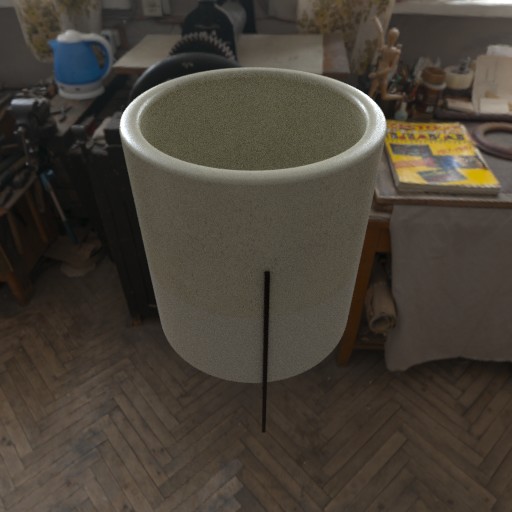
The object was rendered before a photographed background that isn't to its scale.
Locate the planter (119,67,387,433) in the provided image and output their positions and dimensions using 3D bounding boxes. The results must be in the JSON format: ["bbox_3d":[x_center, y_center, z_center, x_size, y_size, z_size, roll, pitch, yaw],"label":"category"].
[{"bbox_3d":[0.000,0.000,0.707,0.333,0.483,0.324,-25,47,-26],"label":"planter"}]
